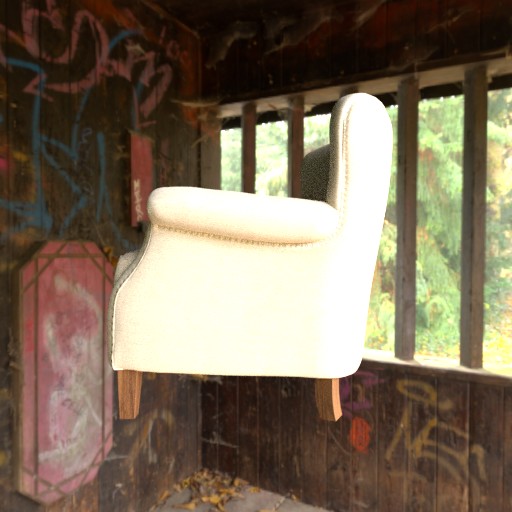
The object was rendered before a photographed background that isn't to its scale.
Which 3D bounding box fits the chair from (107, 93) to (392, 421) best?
[{"bbox_3d":[0.000,0.000,1.611,0.921,0.936,0.861,0,1,0],"label":"chair"}]
